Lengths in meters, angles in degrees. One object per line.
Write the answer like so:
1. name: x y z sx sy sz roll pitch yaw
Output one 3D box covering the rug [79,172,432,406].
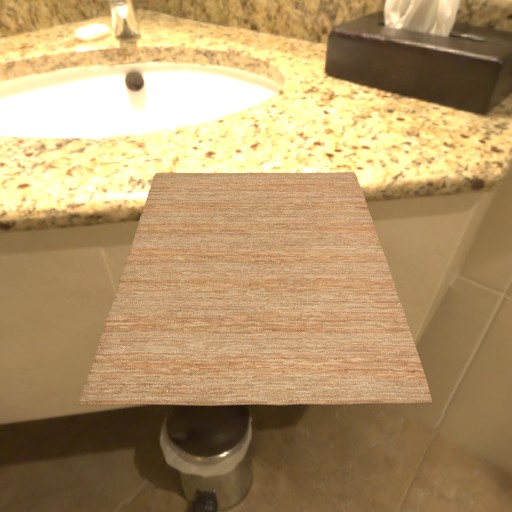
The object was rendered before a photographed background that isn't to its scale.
1. rug: 0.000 0.000 3.965 2.313 0.009 2.939 0 41 0
